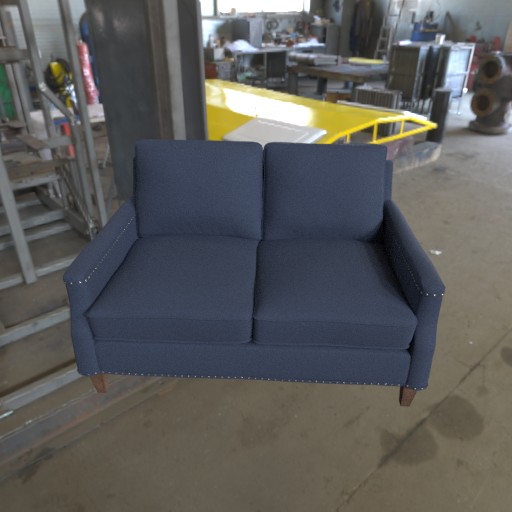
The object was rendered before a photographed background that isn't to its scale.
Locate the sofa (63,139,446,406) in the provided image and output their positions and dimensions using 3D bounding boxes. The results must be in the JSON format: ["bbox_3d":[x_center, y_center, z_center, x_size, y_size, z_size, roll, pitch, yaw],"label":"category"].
[{"bbox_3d":[0.000,0.000,2.278,1.597,1.003,1.084,2,30,3],"label":"sofa"}]
